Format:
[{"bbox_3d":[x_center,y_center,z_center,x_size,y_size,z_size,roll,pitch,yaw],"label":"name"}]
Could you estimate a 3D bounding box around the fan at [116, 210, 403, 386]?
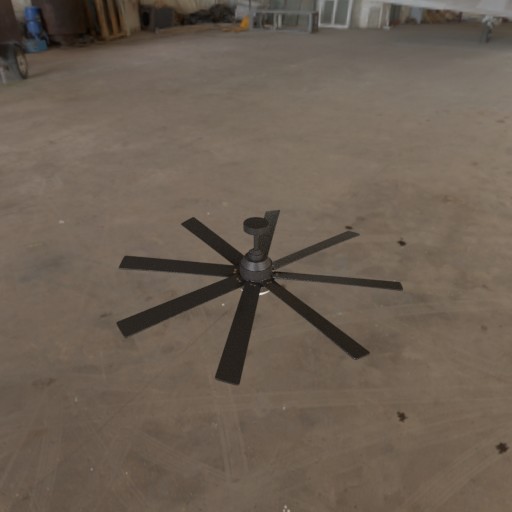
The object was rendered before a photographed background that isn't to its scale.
[{"bbox_3d":[0.000,0.000,2.792,1.830,0.472,1.830,-21,38,-30],"label":"fan"}]
